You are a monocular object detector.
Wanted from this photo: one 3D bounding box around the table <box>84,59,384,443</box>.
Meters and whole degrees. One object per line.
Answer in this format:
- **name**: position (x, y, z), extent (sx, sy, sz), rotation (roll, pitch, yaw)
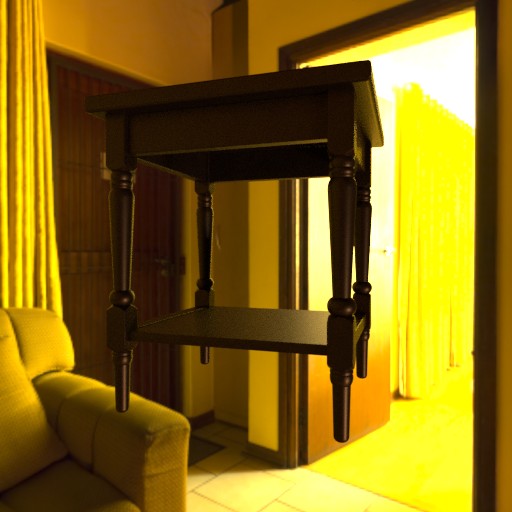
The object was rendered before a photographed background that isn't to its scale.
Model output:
- **table**: position (0.000, 0.000, 0.912), extent (0.488, 0.565, 0.442), rotation (0, 1, 18)
